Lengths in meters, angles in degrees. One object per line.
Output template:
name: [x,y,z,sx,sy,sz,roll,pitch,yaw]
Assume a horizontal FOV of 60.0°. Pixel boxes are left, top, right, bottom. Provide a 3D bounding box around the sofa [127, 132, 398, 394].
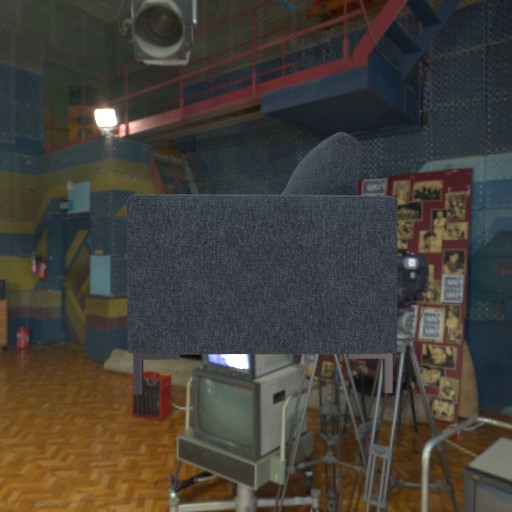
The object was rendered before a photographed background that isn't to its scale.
sofa: [0.000,0.000,2.213,0.866,0.862,1.716,0,0,-1]
